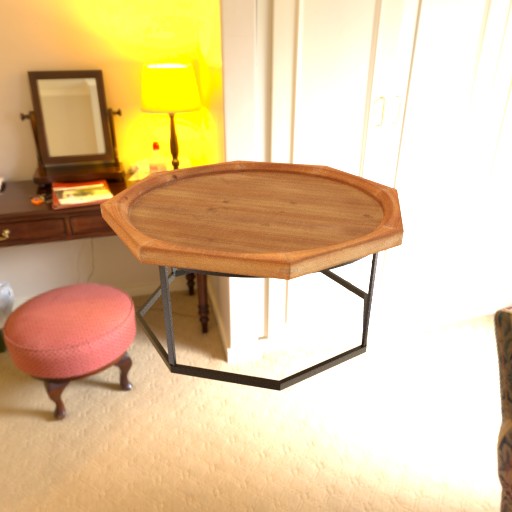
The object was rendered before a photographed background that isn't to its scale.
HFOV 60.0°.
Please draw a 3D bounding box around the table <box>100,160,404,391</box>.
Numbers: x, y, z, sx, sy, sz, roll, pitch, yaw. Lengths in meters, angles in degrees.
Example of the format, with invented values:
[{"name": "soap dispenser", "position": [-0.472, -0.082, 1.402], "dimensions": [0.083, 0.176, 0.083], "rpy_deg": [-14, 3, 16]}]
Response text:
[{"name": "table", "position": [0.000, 0.000, 1.574], "dimensions": [1.002, 0.444, 1.002], "rpy_deg": [0, 26, 0]}]
